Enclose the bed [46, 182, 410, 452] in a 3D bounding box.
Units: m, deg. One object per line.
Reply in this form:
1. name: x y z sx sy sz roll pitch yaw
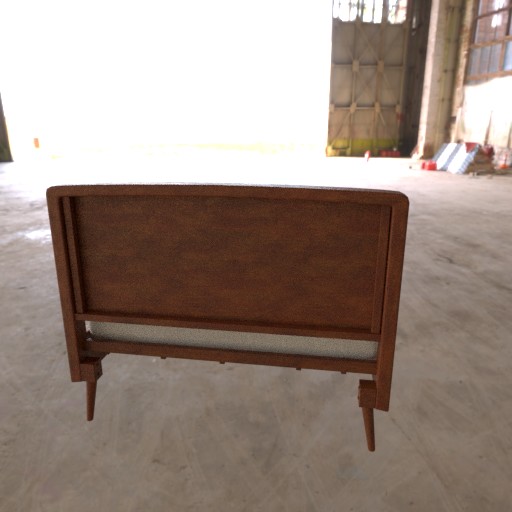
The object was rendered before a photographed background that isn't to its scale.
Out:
1. bed: 0.000 0.000 3.092 1.587 1.275 2.196 3 17 9
